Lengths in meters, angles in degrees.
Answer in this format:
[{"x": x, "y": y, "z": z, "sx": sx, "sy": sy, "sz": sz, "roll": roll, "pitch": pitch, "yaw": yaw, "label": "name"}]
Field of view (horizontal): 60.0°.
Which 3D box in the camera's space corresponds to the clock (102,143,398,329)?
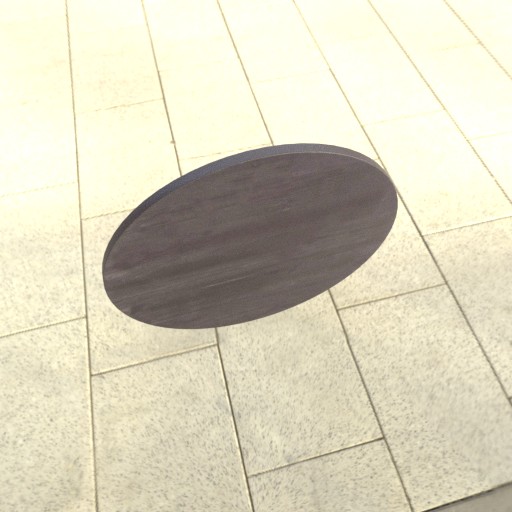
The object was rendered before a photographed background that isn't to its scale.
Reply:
[{"x": 0.000, "y": 0.000, "z": 0.903, "sx": 0.595, "sy": 0.595, "sz": 0.029, "roll": -14, "pitch": 60, "yaw": -8, "label": "clock"}]
